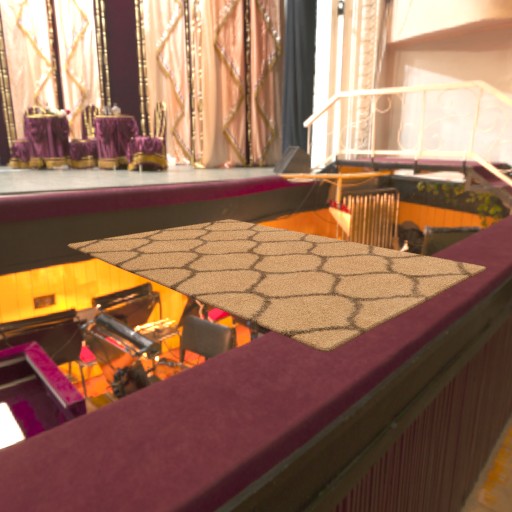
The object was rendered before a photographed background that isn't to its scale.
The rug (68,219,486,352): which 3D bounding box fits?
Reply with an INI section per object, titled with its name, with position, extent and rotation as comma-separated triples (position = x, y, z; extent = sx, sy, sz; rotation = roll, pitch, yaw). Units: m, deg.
[rug]
position = 0.000, 0.000, 3.374
extent = 1.801, 0.026, 2.701
rotation = -14, 20, -42
